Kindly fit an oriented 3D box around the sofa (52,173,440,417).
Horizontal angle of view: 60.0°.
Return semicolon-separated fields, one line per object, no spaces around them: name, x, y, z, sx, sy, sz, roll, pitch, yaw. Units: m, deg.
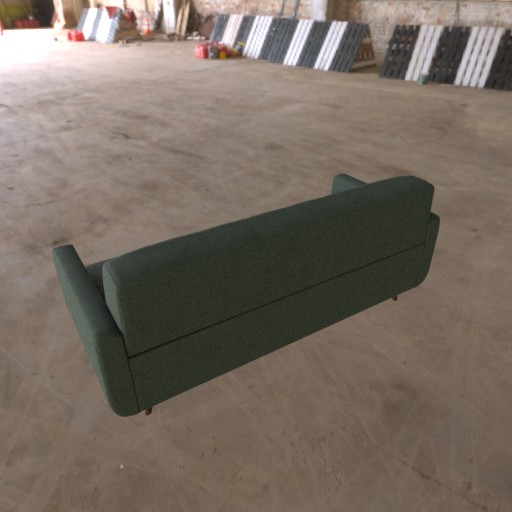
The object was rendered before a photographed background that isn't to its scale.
sofa;0.000;0.000;2.560;2.029;0.841;0.909;-18;36;-27
